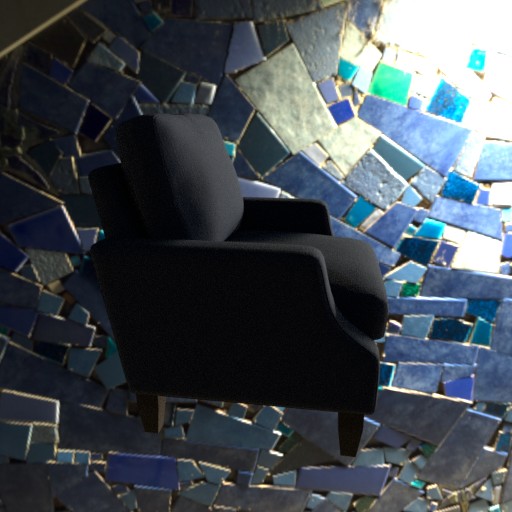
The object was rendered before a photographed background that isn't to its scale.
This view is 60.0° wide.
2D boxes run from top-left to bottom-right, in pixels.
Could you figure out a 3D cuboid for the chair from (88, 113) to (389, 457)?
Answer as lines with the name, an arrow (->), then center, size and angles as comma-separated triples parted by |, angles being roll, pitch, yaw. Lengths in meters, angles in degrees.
chair -> 0.000, 0.000, 1.618 | 0.897, 0.991, 0.855 | 3, 18, 9
